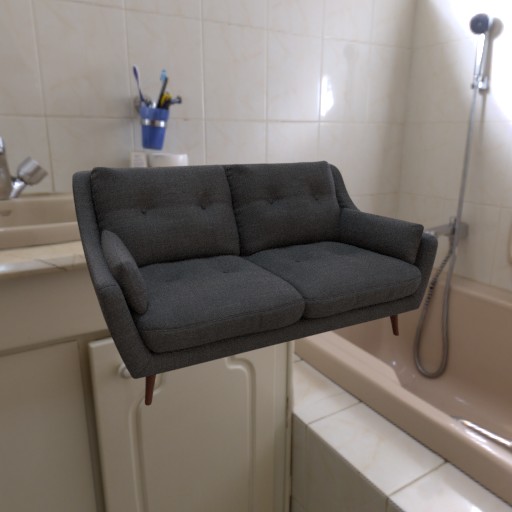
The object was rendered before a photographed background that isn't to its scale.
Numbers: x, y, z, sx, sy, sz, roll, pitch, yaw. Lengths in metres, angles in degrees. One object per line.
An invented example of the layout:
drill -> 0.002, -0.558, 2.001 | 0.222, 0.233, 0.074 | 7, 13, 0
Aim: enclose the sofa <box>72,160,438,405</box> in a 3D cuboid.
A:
sofa -> 0.000, 0.000, 2.236 | 1.646, 0.887, 0.976 | -8, 17, -27
